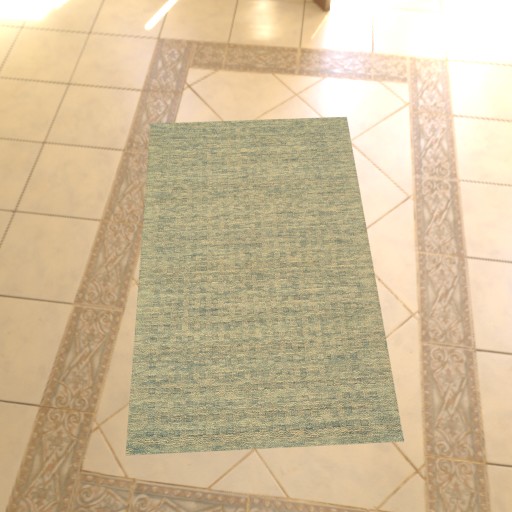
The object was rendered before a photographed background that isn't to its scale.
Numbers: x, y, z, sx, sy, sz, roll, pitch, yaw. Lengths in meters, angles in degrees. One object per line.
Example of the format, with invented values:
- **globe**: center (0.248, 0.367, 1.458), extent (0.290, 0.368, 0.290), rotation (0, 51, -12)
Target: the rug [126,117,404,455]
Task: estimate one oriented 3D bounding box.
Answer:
- **rug**: center (0.000, 0.000, 2.196), extent (1.142, 0.006, 1.752), rotation (-2, 64, -1)
